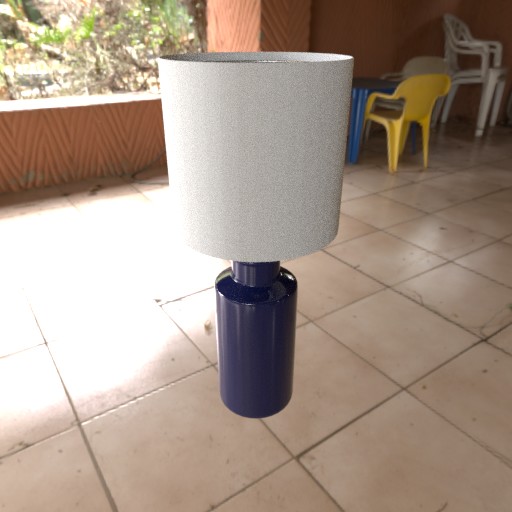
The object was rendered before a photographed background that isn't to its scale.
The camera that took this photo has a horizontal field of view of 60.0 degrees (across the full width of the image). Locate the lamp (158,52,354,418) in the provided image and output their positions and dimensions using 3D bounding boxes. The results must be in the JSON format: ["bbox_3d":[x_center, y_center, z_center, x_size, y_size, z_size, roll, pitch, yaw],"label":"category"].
[{"bbox_3d":[0.000,0.000,0.599,0.212,0.493,0.212,-18,32,-31],"label":"lamp"}]
